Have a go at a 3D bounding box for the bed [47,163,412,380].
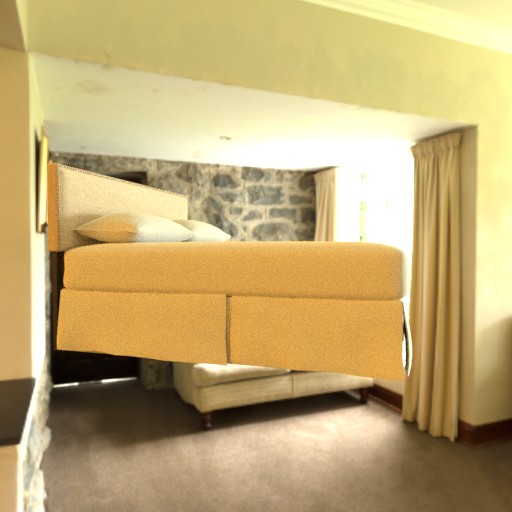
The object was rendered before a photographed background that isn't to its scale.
[{"bbox_3d":[0.000,0.000,2.866,1.876,1.016,1.616,0,1,17],"label":"bed"}]
